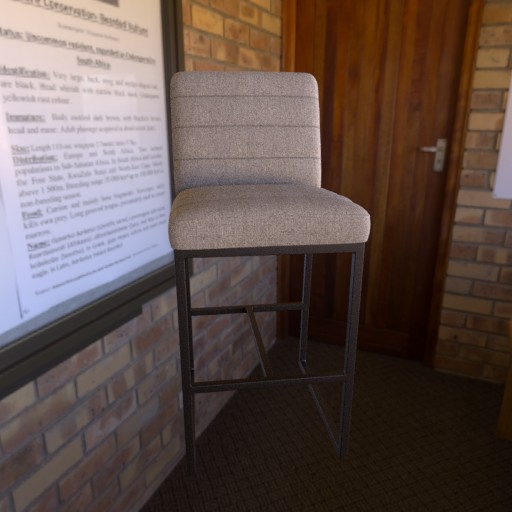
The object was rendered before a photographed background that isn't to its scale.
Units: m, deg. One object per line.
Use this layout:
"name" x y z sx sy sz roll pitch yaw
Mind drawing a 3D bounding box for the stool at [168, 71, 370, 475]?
"stool" 0.000 0.000 1.285 0.459 1.034 0.571 -2 18 -8
